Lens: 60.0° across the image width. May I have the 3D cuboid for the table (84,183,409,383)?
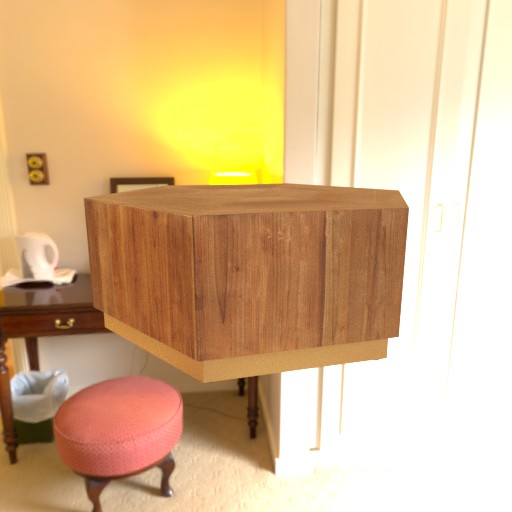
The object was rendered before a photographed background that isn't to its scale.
[{"bbox_3d":[0.000,0.000,1.632,1.154,0.456,1.000,13,18,43],"label":"table"}]
